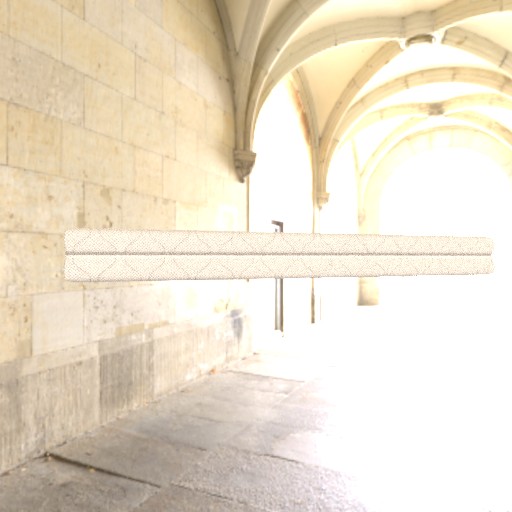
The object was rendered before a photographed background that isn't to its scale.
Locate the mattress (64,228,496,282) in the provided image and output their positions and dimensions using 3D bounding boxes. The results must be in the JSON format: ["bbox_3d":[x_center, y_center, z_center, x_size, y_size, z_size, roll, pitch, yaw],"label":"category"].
[{"bbox_3d":[0.000,0.000,2.653,2.000,0.200,1.600,0,0,-19],"label":"mattress"}]
